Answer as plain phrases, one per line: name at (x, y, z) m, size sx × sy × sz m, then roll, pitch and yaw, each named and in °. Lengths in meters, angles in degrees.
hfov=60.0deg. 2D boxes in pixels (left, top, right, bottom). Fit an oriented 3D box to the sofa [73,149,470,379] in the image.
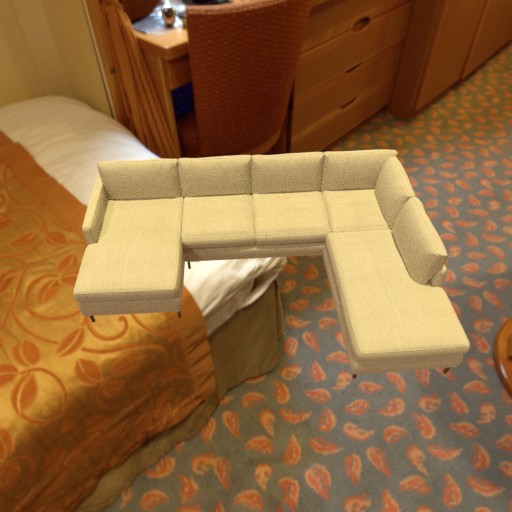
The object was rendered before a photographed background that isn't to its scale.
sofa at (0.000, 0.000, 3.486) m, size 2.737 × 0.756 × 1.879 m, roll -3°, pitch 47°, yaw -3°
